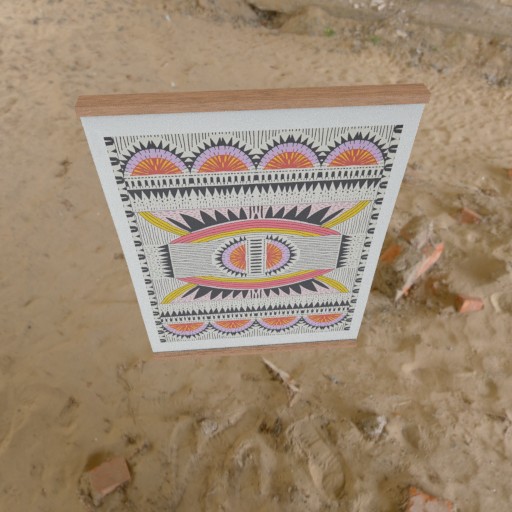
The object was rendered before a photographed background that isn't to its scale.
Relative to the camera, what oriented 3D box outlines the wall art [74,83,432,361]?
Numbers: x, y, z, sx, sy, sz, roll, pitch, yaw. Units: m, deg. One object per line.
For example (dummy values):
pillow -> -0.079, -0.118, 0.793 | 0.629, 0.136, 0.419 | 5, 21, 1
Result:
wall art -> 0.000, 0.000, 0.693 | 0.403, 0.527, 0.028 | -3, 46, -3
